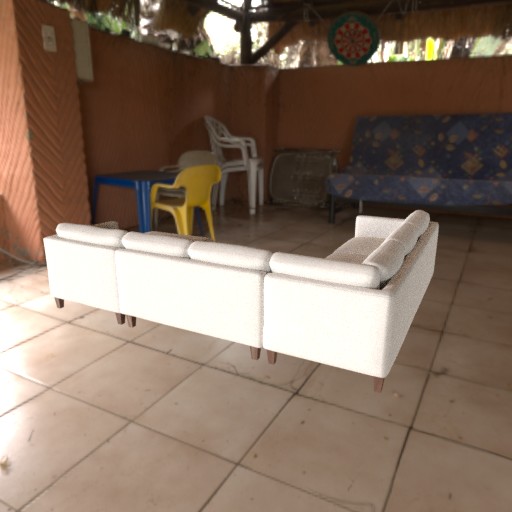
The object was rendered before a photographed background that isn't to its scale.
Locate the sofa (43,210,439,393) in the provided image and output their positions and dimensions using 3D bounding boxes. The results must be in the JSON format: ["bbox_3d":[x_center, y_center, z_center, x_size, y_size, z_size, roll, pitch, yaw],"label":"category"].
[{"bbox_3d":[0.000,0.000,4.567,3.238,0.853,2.551,8,18,26],"label":"sofa"}]
